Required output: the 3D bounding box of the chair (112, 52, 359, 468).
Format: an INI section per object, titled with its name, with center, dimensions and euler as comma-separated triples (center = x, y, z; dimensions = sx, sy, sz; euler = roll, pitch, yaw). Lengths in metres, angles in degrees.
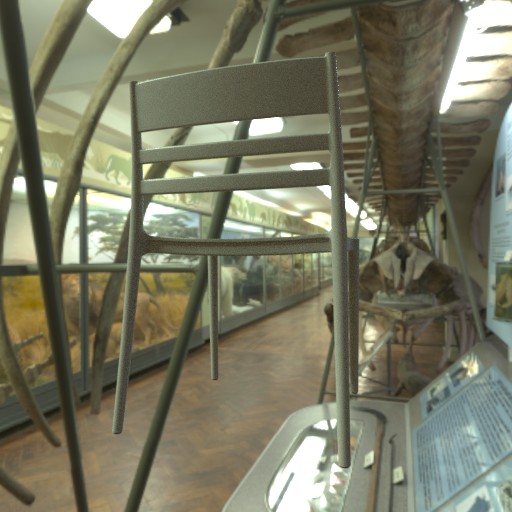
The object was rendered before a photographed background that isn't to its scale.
[chair]
center = 0.000, 0.000, 1.141
dimensions = 0.531, 0.800, 0.511
euler = 0, 0, 19
